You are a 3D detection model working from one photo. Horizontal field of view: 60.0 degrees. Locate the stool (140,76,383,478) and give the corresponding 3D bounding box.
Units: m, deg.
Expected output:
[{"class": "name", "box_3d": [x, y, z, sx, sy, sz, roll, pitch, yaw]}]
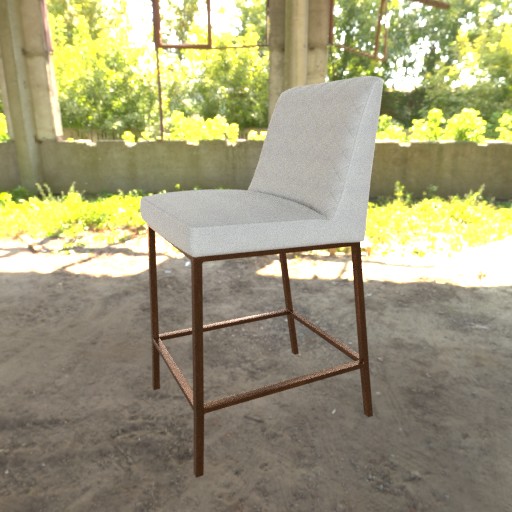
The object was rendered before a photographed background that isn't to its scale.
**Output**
[{"class": "stool", "box_3d": [0.000, 0.000, 1.297, 0.576, 0.973, 0.507, -8, 18, -25]}]
